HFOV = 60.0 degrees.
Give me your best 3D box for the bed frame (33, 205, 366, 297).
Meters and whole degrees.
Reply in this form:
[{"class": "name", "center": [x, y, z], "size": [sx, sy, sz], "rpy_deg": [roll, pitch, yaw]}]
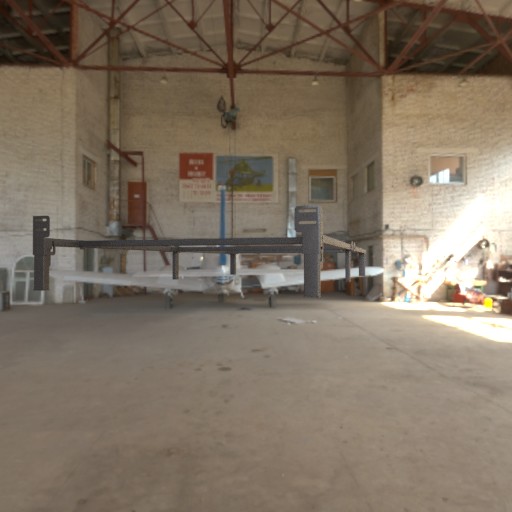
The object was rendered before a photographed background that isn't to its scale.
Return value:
[{"class": "bed frame", "center": [0.000, 0.000, 2.236], "size": [0.968, 0.248, 1.897], "rpy_deg": [0, -1, 18]}]
